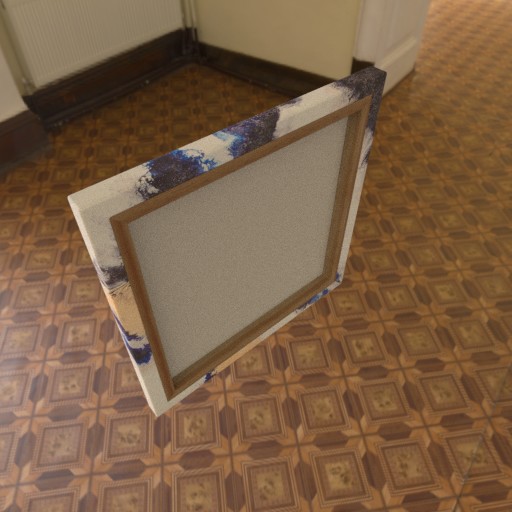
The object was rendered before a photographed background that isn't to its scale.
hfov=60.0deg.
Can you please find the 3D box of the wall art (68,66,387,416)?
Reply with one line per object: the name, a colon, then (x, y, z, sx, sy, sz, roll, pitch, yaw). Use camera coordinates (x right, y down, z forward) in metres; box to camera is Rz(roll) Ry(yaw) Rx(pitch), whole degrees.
wall art: (0.000, 0.000, 0.917, 0.609, 0.609, 0.039, -32, 54, -26)
